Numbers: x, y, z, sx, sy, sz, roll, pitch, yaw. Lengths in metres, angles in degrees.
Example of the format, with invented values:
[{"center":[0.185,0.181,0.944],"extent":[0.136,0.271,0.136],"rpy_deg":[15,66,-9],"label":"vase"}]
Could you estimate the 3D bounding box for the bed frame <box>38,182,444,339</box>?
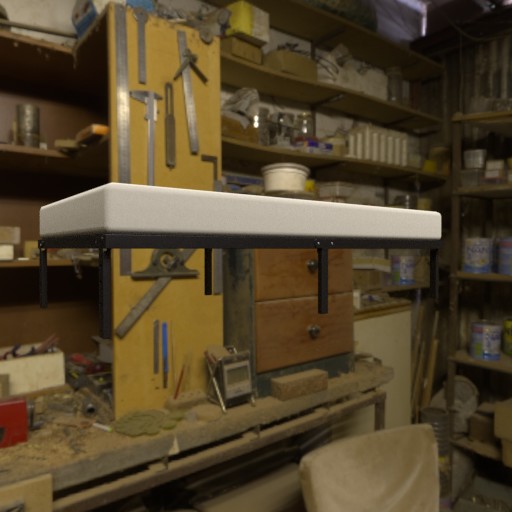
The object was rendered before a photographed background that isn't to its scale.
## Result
[{"center":[0.000,0.000,3.212],"extent":[2.635,0.680,1.393],"rpy_deg":[-1,1,-37],"label":"bed frame"}]
